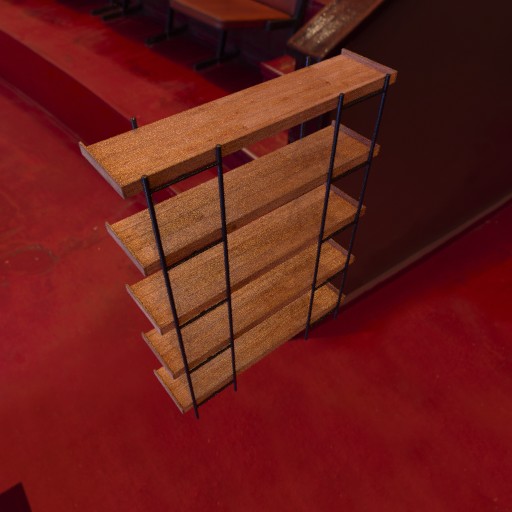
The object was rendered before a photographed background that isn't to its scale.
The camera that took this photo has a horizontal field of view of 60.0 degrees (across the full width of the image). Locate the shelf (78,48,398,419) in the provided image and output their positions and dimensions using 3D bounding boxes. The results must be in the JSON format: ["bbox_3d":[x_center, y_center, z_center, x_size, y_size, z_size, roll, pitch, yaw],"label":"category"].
[{"bbox_3d":[0.000,0.000,2.455,1.371,1.826,0.379,-30,53,-25],"label":"shelf"}]
